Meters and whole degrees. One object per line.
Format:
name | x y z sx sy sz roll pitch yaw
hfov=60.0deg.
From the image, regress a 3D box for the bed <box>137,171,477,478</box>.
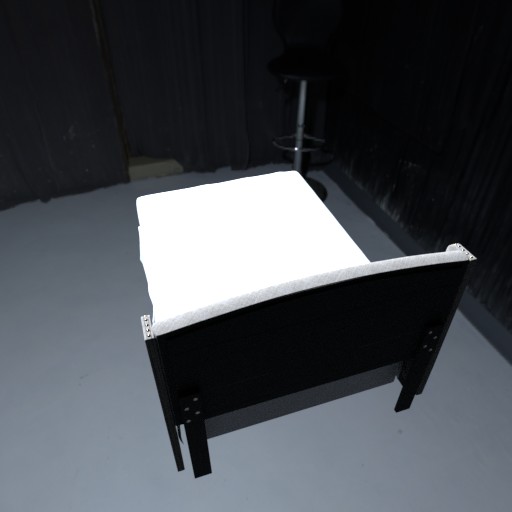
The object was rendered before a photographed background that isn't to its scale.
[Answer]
bed | 0.000 0.000 3.279 1.710 1.407 2.237 -12 42 -14
